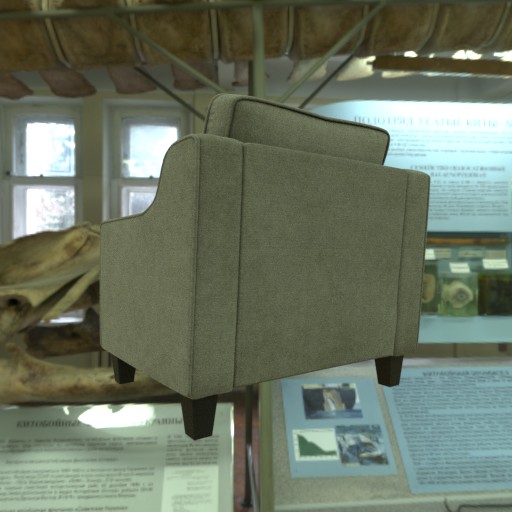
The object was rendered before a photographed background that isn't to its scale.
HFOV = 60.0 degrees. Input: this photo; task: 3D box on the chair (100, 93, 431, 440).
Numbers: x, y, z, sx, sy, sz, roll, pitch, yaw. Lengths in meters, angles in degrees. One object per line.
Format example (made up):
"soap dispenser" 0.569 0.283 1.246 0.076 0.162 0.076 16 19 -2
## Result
"chair" 0.000 0.000 1.639 0.926 0.944 0.840 0 1 -35
